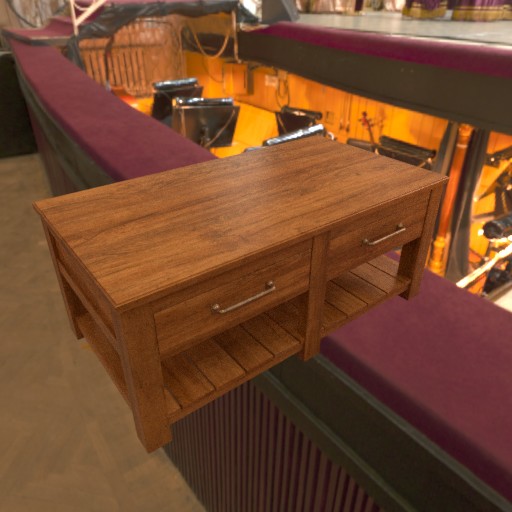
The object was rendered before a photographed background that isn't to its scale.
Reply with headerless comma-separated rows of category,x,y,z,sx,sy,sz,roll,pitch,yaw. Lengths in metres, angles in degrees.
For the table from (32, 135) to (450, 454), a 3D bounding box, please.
table,0.000,0.000,1.491,1.150,0.480,0.635,-21,37,-31
